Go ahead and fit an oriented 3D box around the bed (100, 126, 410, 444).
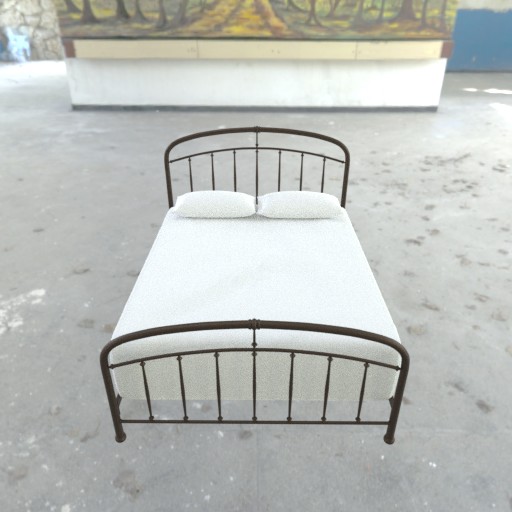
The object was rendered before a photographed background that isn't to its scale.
[{"bbox_3d":[0.000,0.000,3.301,1.711,1.425,2.180,0,29,0],"label":"bed"}]
